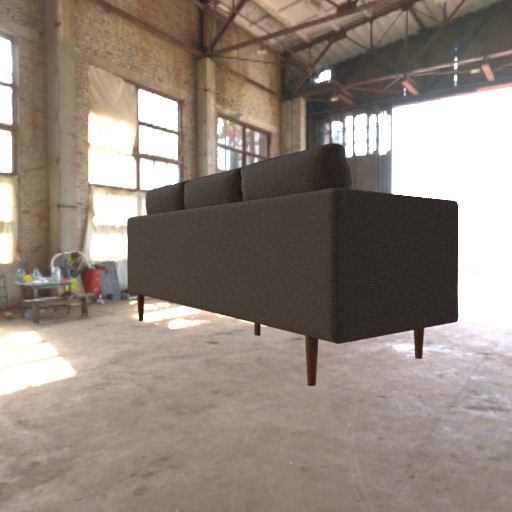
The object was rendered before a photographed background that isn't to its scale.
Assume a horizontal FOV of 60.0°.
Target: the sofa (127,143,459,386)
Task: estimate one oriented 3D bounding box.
[{"bbox_3d":[0.000,0.000,2.534,0.802,0.912,2.029,-1,2,-36],"label":"sofa"}]
